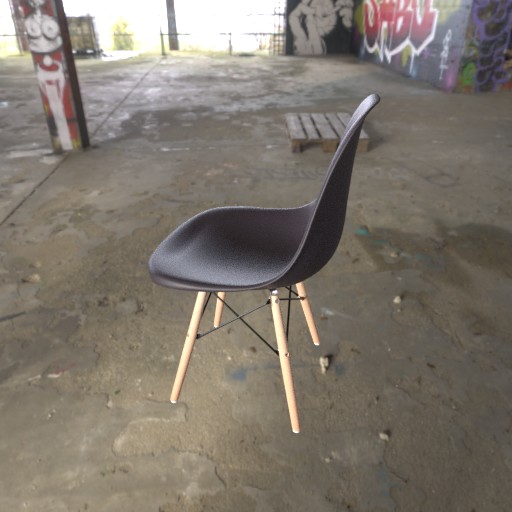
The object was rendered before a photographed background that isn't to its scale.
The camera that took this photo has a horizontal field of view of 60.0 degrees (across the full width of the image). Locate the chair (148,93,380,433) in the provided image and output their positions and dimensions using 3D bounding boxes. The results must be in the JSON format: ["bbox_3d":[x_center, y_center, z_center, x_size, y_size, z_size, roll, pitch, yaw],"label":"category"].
[{"bbox_3d":[0.000,0.000,1.180,0.533,0.825,0.470,8,30,14],"label":"chair"}]
